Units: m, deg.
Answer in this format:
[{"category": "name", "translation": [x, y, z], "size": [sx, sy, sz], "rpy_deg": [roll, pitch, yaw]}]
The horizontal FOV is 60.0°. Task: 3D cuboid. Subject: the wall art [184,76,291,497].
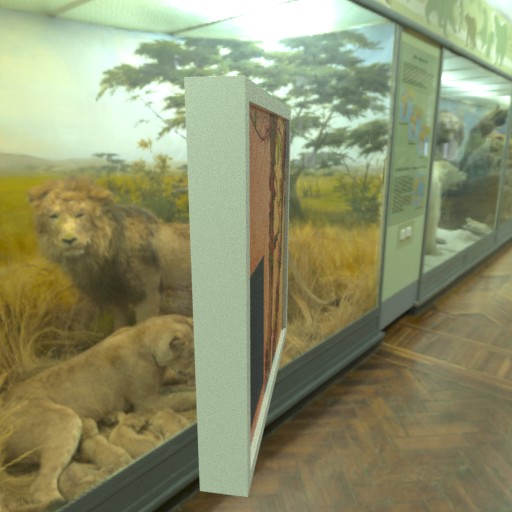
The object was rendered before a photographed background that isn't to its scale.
[{"category": "wall art", "translation": [0.000, 0.000, 0.450], "size": [0.038, 0.302, 0.305], "rpy_deg": [2, 15, 9]}]
